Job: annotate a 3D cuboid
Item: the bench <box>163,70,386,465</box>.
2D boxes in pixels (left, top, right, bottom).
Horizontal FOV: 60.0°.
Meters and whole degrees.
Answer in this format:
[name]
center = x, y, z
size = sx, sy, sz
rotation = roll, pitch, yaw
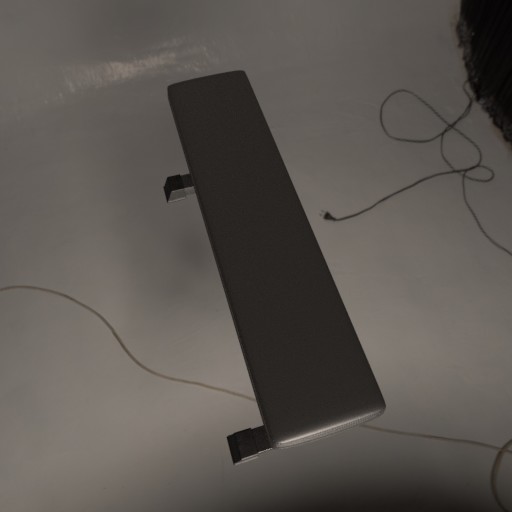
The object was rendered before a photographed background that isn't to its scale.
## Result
[bench]
center = 0.000, 0.000, 1.308
size = 0.439, 0.453, 1.072
rotation = -15, 63, -8
